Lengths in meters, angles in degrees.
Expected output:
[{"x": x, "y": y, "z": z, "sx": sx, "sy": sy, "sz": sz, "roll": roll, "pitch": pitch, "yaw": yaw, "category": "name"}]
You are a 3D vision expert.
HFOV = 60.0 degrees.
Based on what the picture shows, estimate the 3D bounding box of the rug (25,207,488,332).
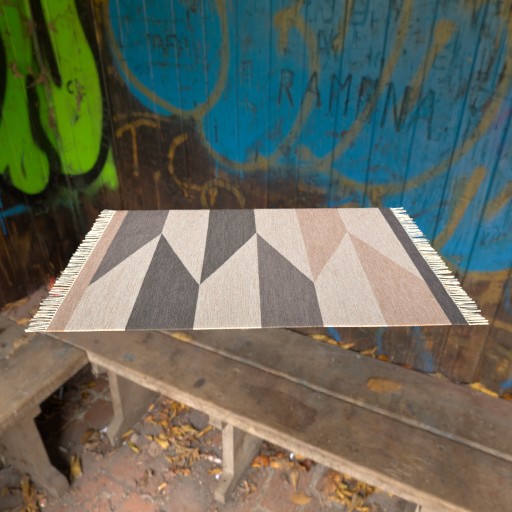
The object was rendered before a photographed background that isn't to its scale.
[{"x": 0.000, "y": 0.000, "z": 2.428, "sx": 2.021, "sy": 0.027, "sz": 1.224, "roll": -1, "pitch": 31, "yaw": -1, "category": "rug"}]
